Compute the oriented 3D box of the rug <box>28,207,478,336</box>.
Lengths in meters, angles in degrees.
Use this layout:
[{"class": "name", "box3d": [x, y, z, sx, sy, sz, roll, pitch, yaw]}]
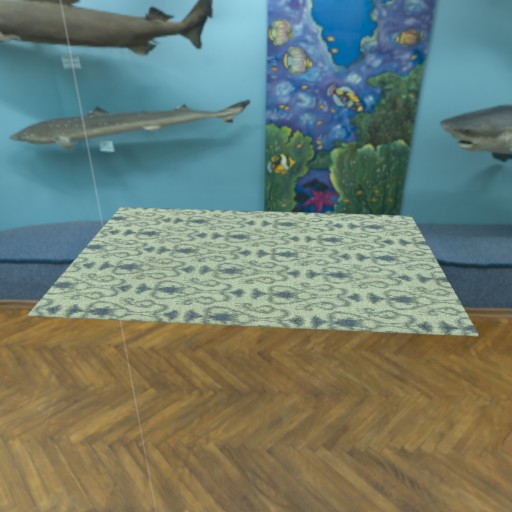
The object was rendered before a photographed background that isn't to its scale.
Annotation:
[{"class": "rug", "box3d": [0.000, 0.000, 2.061, 1.652, 0.006, 1.035, 2, 29, 4]}]
